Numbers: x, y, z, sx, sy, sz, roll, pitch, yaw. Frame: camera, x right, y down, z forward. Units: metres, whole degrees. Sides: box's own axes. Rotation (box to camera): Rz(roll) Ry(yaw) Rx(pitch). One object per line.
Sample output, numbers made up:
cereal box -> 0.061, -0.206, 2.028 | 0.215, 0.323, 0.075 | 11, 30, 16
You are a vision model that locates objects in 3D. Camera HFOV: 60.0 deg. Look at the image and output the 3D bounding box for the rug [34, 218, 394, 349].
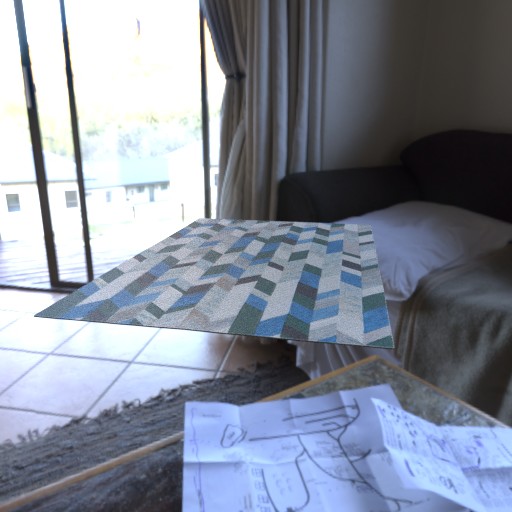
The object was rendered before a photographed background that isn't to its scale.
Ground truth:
rug -> 0.000, 0.000, 2.290 | 1.229, 0.005, 1.827 | 3, 16, 11
